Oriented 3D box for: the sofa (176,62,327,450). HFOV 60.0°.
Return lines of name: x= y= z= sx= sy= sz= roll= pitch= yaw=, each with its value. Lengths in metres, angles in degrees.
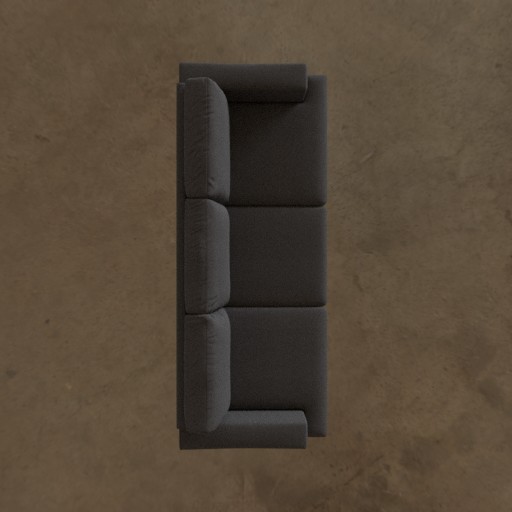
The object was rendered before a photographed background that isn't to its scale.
sofa: x=0.000 y=0.000 z=2.790 sx=0.920 sy=0.810 sz=2.310 roll=0 pitch=90 yaw=-1
